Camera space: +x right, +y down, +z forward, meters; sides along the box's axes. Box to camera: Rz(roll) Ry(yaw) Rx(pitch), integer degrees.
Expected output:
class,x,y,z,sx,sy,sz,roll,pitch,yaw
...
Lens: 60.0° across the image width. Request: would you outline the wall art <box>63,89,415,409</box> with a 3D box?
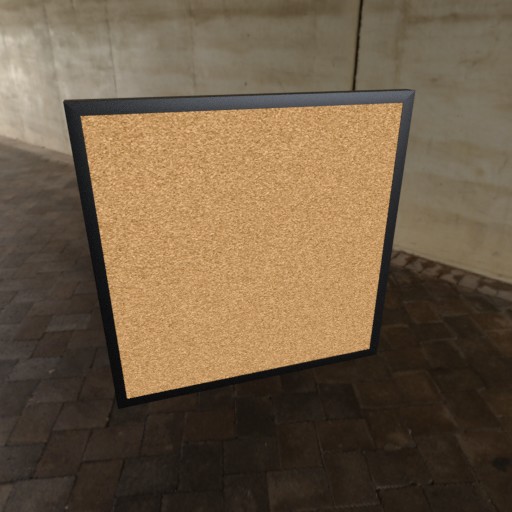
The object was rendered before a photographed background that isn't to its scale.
class,x,y,z,sx,sy,sz,roll,pitch,yaw
wall art,0.000,0.000,1.097,0.756,0.755,0.036,-8,27,-15
